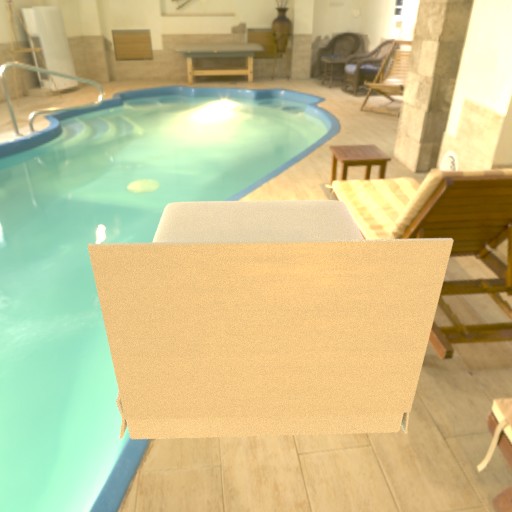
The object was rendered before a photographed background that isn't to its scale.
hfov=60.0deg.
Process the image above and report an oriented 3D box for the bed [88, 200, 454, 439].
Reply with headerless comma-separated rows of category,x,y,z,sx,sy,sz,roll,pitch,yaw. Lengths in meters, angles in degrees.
bed,0.000,0.000,3.173,1.745,1.335,2.094,-1,30,-2
